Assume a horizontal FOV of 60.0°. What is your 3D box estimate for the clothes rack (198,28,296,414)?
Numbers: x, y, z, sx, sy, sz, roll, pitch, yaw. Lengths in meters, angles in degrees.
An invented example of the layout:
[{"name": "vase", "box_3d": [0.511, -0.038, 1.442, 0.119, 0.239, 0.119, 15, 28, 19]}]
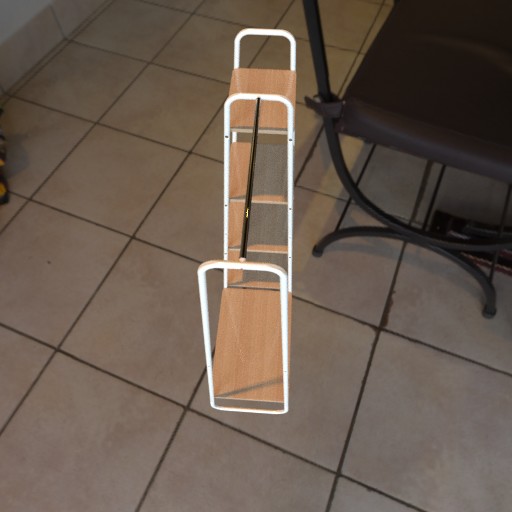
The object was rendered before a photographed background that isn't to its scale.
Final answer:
[{"name": "clothes rack", "box_3d": [0.000, 0.000, 1.970, 0.400, 1.500, 1.011, 3, 58, 2]}]
